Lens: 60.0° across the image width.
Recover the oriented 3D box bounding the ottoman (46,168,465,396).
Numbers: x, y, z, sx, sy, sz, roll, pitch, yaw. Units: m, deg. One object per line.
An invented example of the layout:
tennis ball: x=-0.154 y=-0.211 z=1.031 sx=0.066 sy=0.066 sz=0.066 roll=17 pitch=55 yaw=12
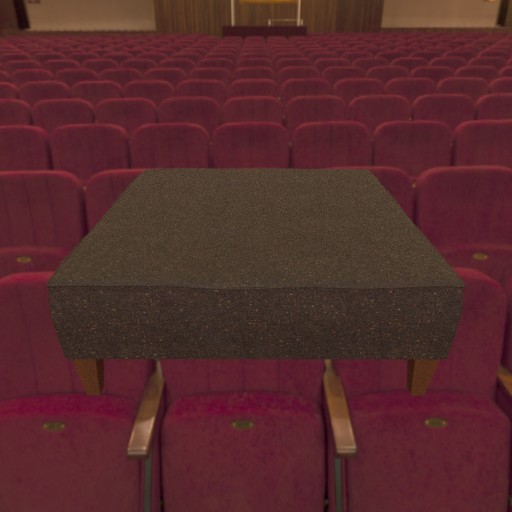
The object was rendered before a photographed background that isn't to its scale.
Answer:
ottoman: x=0.000 y=0.000 z=1.525 sx=0.968 sy=0.382 sz=1.004 roll=0 pitch=26 yaw=0
